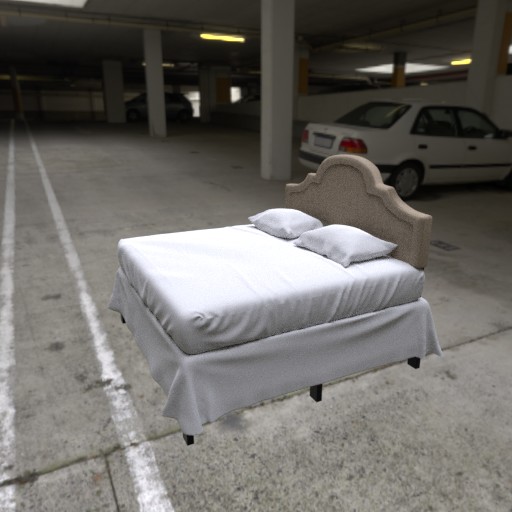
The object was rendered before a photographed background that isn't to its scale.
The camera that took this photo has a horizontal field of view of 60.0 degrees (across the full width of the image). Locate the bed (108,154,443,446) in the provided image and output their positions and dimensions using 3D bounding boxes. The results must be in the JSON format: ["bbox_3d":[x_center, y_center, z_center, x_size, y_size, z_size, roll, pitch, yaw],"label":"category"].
[{"bbox_3d":[0.000,0.000,3.784,2.222,1.631,2.303,-9,19,-26],"label":"bed"}]
